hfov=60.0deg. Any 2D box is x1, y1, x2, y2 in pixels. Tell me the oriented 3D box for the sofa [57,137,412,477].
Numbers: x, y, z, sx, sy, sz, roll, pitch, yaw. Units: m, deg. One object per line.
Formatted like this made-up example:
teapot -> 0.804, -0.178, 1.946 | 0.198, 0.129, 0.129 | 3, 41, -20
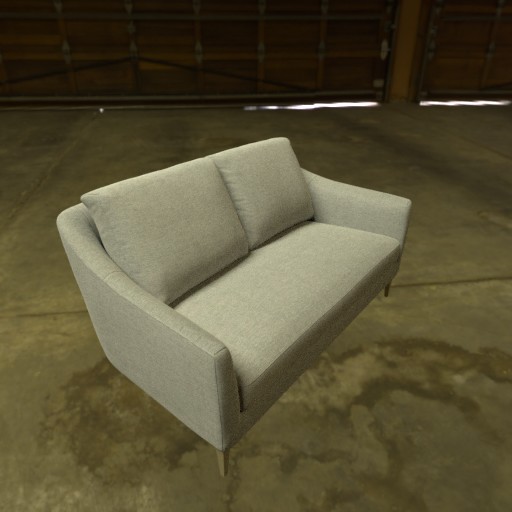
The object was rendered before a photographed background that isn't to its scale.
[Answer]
sofa -> 0.000, 0.000, 2.153 | 0.960, 0.904, 1.619 | 19, 33, 32
